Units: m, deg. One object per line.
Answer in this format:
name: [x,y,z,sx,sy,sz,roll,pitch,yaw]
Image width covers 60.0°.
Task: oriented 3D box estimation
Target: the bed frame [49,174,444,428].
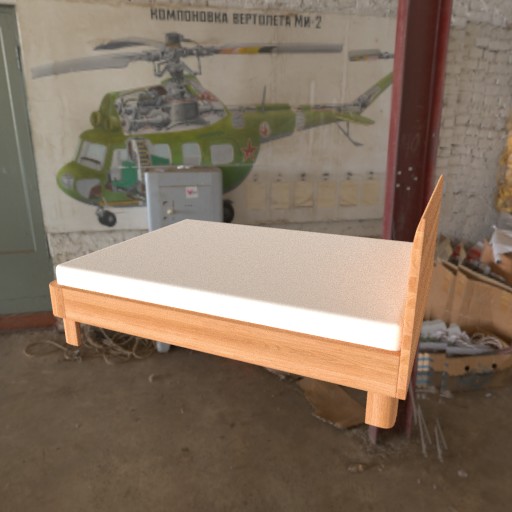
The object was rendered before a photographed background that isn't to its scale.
bed frame: [0.000,0.000,2.742,1.992,0.940,1.472,8,19,23]
